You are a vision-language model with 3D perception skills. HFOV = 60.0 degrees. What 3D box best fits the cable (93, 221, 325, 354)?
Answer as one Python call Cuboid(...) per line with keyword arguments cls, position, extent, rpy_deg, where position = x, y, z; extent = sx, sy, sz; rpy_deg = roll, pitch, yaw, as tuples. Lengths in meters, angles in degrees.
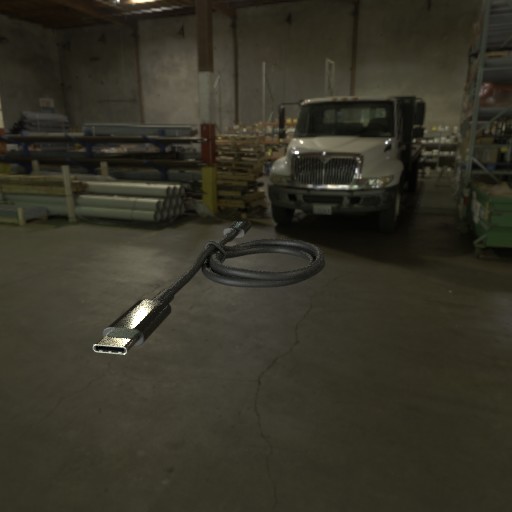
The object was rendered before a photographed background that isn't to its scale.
Cuboid(cls="cable", position=(0.000, 0.000, 0.226), extent=(0.070, 0.014, 0.203), rpy_deg=(3, 16, 9))
